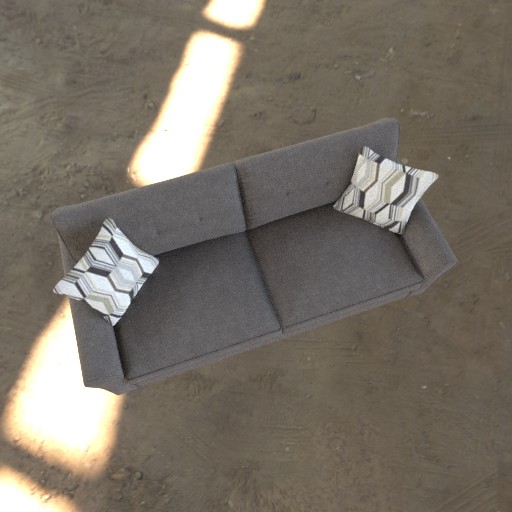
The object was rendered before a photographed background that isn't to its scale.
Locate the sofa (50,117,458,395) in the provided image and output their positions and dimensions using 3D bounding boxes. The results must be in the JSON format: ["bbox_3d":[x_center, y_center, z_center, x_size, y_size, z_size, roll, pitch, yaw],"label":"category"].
[{"bbox_3d":[0.000,0.000,2.494,2.032,0.813,0.889,-17,66,-8],"label":"sofa"}]
